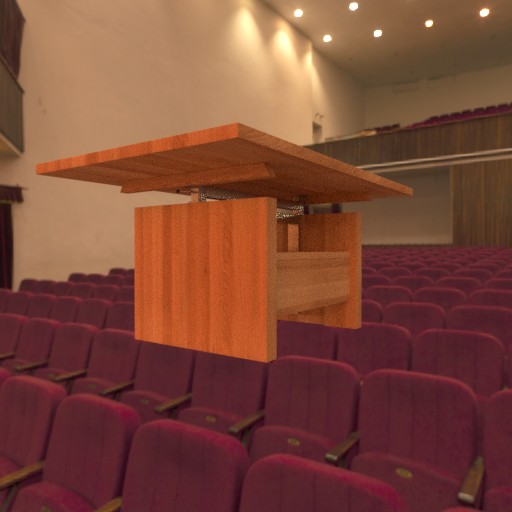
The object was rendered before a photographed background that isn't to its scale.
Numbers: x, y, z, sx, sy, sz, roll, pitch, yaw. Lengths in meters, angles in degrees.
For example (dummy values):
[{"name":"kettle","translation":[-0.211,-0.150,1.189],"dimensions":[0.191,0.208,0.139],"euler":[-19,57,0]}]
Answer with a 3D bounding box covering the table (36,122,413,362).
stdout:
[{"name":"table","translation":[0.000,0.000,1.464],"dimensions":[0.700,0.510,1.100],"euler":[1,1,35]}]
